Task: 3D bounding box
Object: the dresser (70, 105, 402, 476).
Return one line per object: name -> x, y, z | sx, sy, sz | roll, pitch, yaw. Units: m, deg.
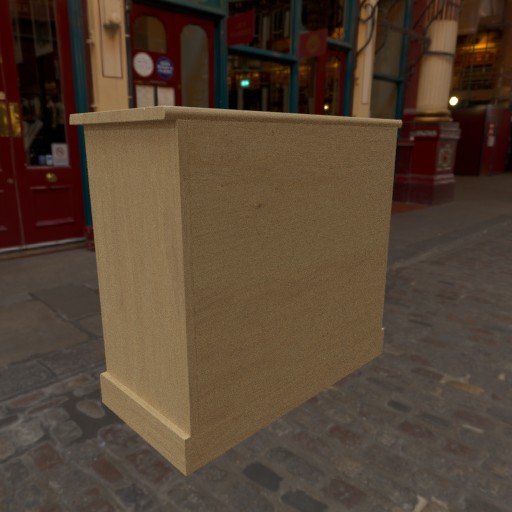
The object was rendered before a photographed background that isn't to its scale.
dresser -> 0.000, 0.000, 1.401 | 0.915, 0.835, 0.440 | -14, 20, -43
